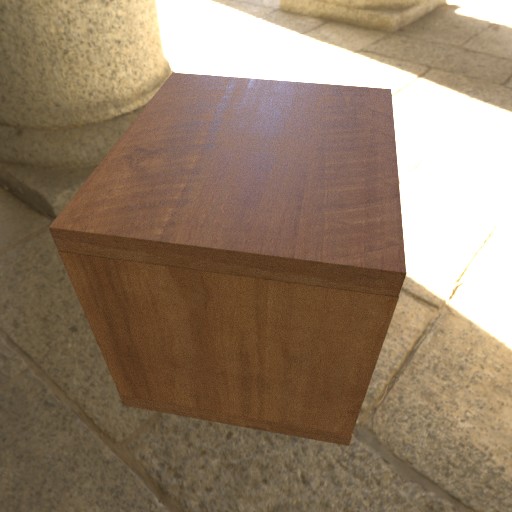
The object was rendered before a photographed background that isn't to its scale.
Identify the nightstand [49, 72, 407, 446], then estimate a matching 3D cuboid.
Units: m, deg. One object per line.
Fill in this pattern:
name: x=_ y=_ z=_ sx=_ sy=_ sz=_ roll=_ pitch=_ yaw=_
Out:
nightstand: x=0.000 y=0.000 z=0.863 sx=0.436 sy=0.491 sz=0.493 roll=7 pitch=45 yaw=7
